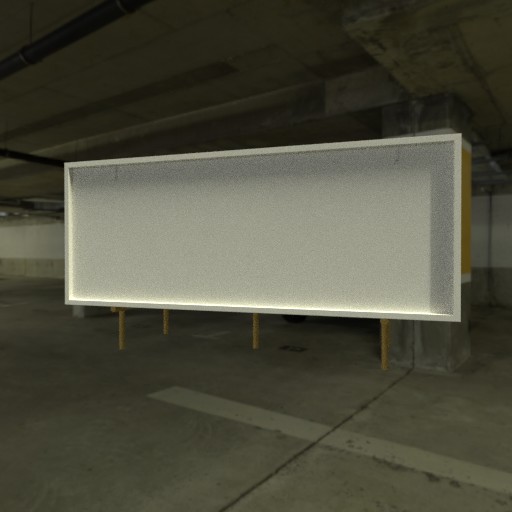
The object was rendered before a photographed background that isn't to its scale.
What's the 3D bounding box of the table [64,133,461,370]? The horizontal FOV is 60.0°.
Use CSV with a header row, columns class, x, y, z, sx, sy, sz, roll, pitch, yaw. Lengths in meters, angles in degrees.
class,x,y,z,sx,sy,sz,roll,pitch,yaw
table,0.000,0.000,1.849,1.500,0.769,0.508,0,1,18
